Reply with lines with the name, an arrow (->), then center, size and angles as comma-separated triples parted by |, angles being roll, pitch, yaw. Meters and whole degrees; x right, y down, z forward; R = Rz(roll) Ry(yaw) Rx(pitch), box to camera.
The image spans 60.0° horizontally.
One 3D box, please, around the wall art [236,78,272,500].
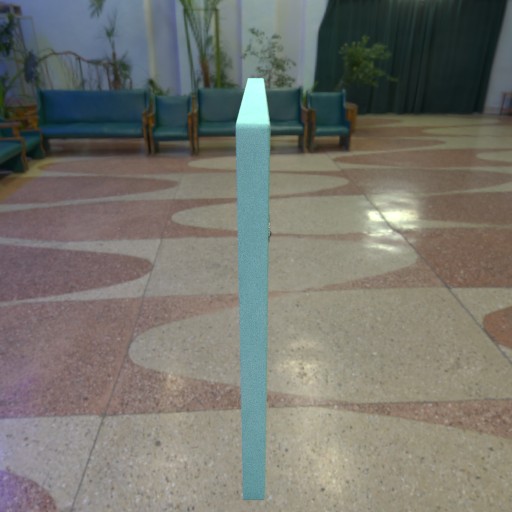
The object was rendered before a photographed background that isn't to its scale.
wall art -> 0.000, 0.000, 1.101 | 0.054, 0.766, 0.765 | 0, 26, 0
